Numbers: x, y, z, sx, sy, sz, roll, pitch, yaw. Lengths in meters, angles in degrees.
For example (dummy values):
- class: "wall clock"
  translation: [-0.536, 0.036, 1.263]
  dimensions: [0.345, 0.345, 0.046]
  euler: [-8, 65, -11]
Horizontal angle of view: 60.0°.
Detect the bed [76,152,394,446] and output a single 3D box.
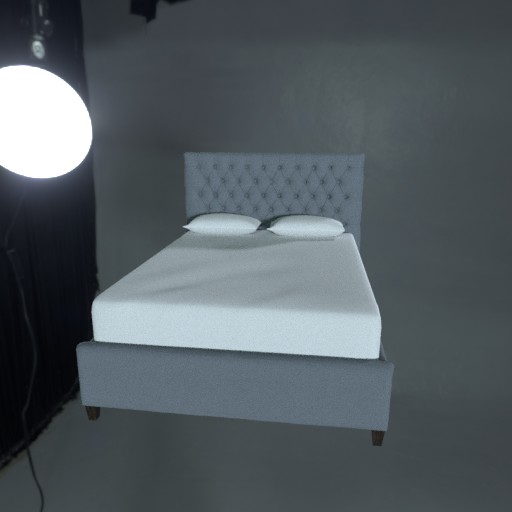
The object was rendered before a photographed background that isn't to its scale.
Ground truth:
- class: "bed"
  translation: [0.000, 0.000, 3.274]
  dimensions: [1.698, 1.427, 2.231]
  euler: [2, 15, 8]
